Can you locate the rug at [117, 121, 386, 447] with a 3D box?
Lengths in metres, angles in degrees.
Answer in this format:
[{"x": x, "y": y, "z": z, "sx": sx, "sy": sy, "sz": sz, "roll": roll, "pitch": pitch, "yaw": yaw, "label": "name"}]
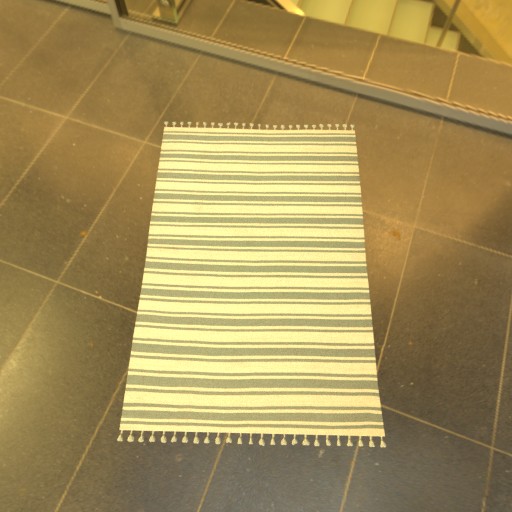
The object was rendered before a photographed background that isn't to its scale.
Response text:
[{"x": 0.000, "y": 0.000, "z": 3.062, "sx": 1.539, "sy": 0.011, "sz": 2.410, "roll": 1, "pitch": 64, "yaw": 1, "label": "rug"}]
